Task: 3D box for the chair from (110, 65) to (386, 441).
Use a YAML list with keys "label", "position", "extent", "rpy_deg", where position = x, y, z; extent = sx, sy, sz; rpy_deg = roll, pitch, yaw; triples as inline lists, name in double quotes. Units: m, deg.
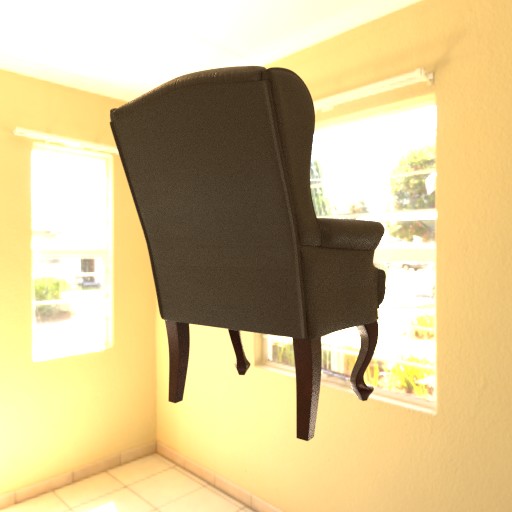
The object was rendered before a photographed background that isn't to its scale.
- label: "chair"
  position: [0.000, 0.000, 1.653]
  extent: [0.829, 1.132, 0.819]
  rpy_deg: [1, 1, 35]
